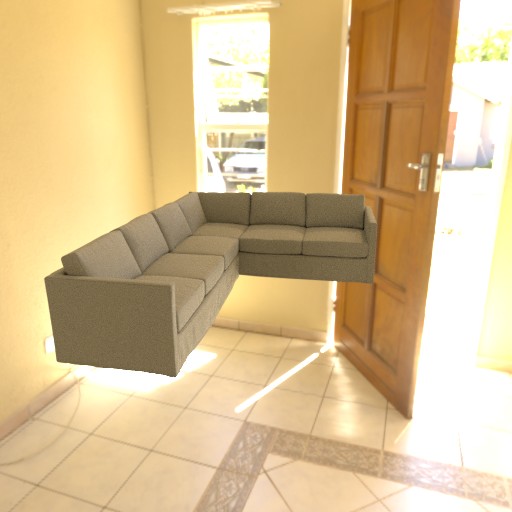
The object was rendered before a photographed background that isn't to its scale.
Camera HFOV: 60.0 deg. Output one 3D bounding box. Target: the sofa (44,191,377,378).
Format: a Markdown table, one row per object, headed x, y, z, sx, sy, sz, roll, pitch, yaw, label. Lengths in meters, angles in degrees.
| x | y | z | sx | sy | sz | roll | pitch | yaw | label |
| --- | --- | --- | --- | --- | --- | --- | --- | --- | --- |
| 0.000 | 0.000 | 4.410 | 2.432 | 0.871 | 3.182 | 3 | 17 | 9 | sofa |
